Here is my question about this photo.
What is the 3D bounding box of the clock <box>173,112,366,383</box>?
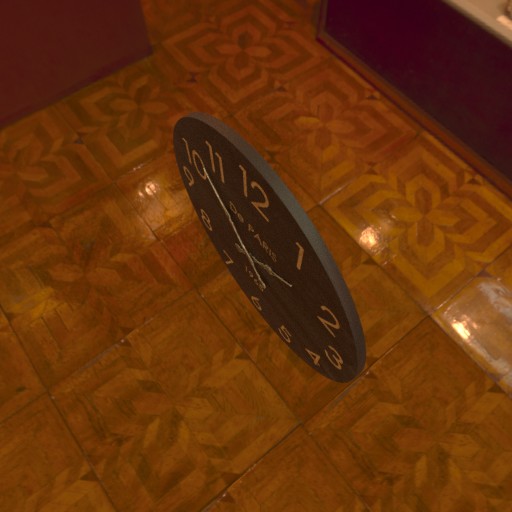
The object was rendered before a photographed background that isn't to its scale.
[{"bbox_3d":[0.000,0.000,0.892,0.029,0.595,0.595,-33,68,-15],"label":"clock"}]
